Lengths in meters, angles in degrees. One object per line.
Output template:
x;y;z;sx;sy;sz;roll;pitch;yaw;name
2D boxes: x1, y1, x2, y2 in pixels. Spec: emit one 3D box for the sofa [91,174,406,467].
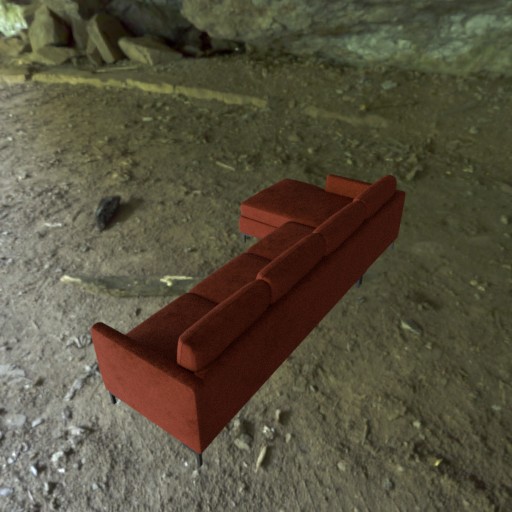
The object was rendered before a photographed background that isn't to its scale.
0.000;0.000;2.946;1.136;0.663;2.467;20;37;30;sofa
